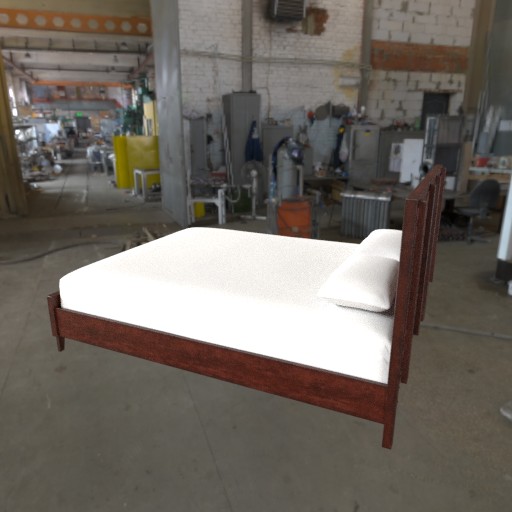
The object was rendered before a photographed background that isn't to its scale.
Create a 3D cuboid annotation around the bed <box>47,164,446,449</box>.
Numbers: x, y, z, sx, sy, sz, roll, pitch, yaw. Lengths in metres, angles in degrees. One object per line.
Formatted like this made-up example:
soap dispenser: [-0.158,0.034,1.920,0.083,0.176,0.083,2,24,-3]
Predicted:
bed: [0.000,0.000,3.838,2.803,1.492,2.040,8,18,24]
